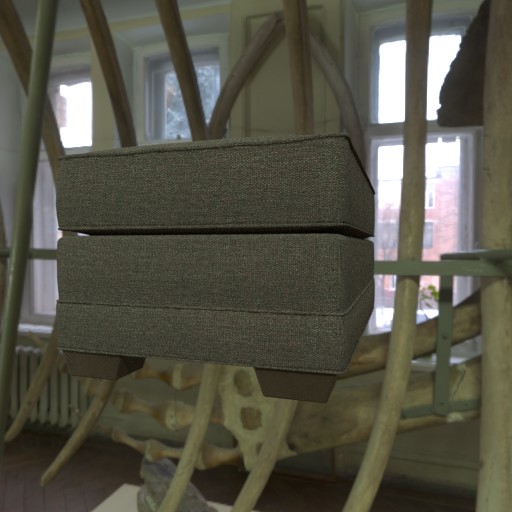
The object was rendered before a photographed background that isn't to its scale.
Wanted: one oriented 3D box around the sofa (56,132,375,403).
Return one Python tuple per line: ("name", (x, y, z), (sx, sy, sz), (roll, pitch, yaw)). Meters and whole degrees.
("sofa", (0.000, 0.000, 1.178), (0.578, 0.457, 0.854), (0, 1, 18))
